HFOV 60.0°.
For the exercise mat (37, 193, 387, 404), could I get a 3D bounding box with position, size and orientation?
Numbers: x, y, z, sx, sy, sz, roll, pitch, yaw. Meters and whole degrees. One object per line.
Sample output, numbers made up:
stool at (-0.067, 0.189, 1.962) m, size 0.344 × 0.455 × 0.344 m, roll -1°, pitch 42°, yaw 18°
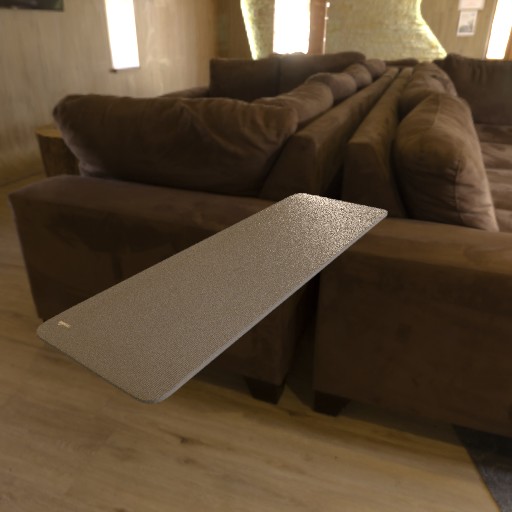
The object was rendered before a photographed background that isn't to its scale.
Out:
exercise mat at (0.000, 0.000, 2.074) m, size 0.616 × 0.021 × 1.884 m, roll 17°, pitch 31°, yaw 31°
